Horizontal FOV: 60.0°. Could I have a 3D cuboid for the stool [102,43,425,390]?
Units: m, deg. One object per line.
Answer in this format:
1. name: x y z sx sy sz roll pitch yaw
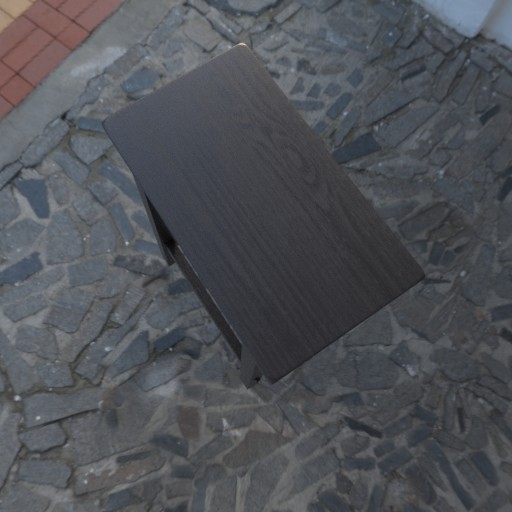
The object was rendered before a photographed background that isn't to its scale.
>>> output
1. stool: 0.000 0.000 0.855 0.322 0.610 0.406 -33 78 -8
